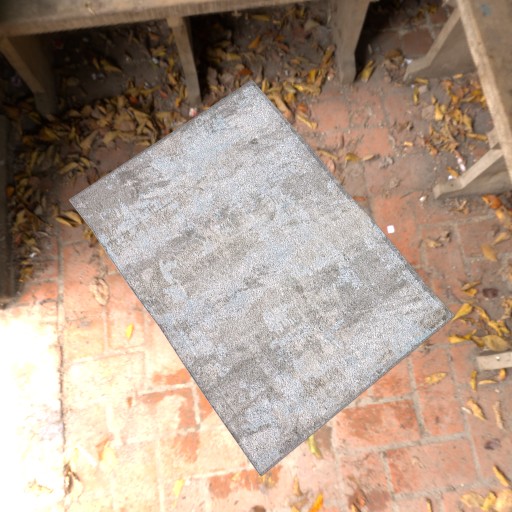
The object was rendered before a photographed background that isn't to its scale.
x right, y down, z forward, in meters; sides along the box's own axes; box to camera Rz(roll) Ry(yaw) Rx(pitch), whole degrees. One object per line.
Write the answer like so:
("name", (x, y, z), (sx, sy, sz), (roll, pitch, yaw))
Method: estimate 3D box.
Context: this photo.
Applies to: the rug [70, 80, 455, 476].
("rug", (0.000, 0.000, 4.469), (2.393, 0.013, 3.307), (-36, 78, -9))
